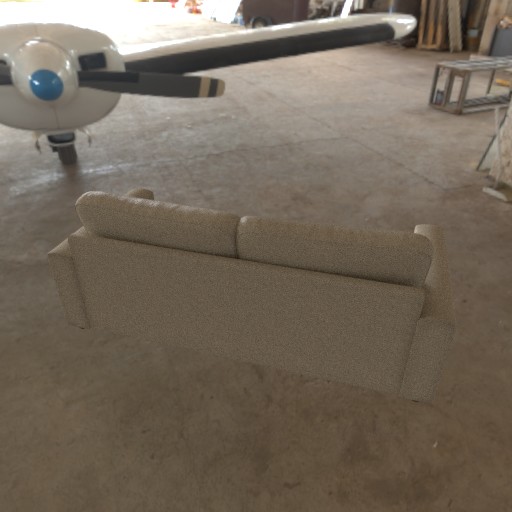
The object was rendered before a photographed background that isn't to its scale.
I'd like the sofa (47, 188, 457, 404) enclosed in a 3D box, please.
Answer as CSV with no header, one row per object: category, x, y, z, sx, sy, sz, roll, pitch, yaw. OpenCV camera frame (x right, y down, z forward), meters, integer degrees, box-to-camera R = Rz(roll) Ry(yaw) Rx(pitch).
sofa,0.000,0.000,2.712,2.179,0.873,1.016,9,33,14
